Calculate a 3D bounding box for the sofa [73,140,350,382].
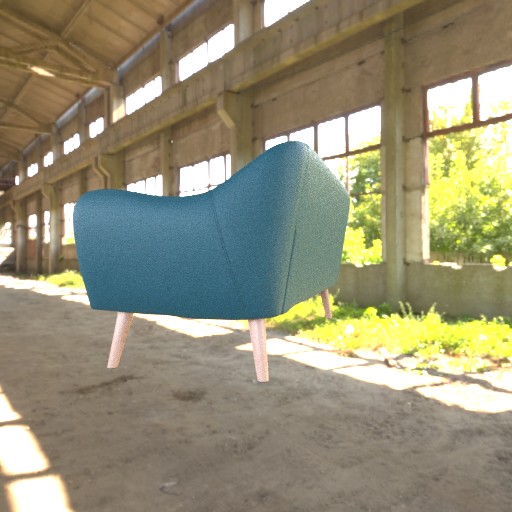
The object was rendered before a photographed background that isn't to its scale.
[{"bbox_3d":[0.000,0.000,2.293,0.820,0.836,1.840,0,0,18],"label":"sofa"}]
